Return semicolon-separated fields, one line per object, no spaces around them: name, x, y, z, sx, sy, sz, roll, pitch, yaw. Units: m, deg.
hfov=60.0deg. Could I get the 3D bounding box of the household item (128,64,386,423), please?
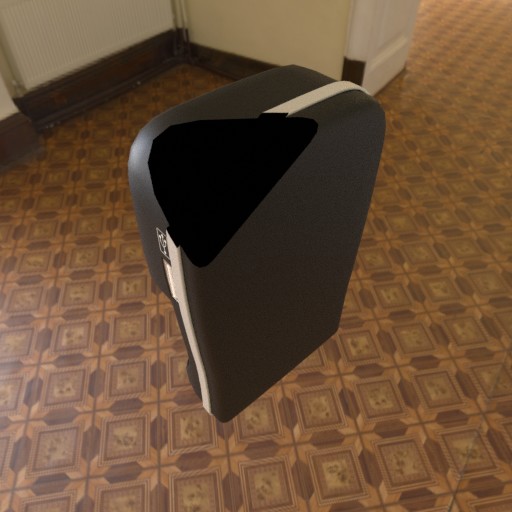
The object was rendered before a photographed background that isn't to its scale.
household item;0.000;0.000;0.148;0.070;0.114;0.038;-32;54;-27
